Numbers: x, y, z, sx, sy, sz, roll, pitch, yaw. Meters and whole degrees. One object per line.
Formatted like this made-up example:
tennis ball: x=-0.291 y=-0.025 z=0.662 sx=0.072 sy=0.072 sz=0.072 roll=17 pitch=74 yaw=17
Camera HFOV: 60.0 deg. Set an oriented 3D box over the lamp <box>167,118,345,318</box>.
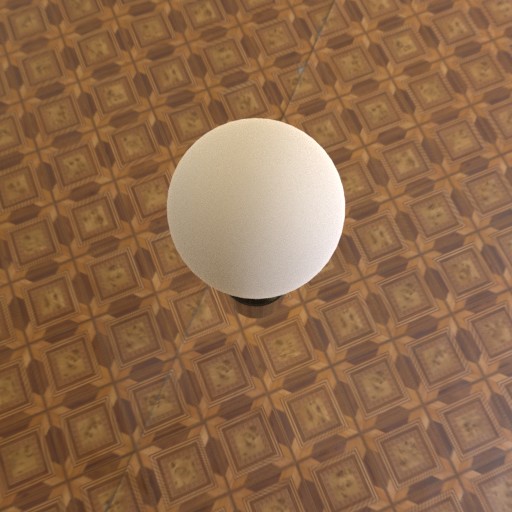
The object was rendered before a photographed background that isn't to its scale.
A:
lamp: x=0.000 y=0.000 z=0.546 sx=0.153 sy=0.480 sz=0.153 roll=0 pitch=76 yaw=0
